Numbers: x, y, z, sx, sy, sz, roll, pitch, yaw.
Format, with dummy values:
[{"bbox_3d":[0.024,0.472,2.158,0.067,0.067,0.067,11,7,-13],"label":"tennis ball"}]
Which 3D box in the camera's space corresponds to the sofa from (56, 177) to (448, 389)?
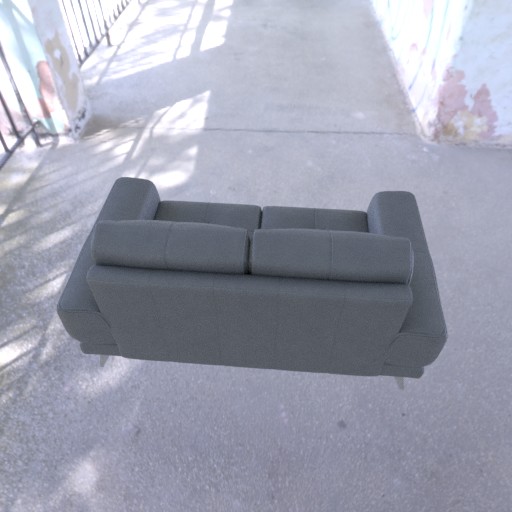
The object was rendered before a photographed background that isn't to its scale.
[{"bbox_3d":[0.000,0.000,2.357,1.806,0.907,1.018,3,47,3],"label":"sofa"}]
